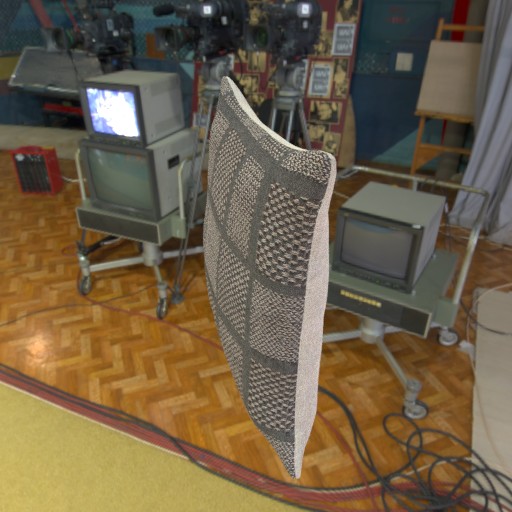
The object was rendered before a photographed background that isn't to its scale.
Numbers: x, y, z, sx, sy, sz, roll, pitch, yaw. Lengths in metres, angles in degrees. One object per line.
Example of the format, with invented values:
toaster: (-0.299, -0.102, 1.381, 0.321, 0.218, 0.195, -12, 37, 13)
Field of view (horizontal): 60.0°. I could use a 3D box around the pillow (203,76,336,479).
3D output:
pillow: (0.000, 0.000, 0.646, 0.138, 0.432, 0.435, -8, 31, -13)
